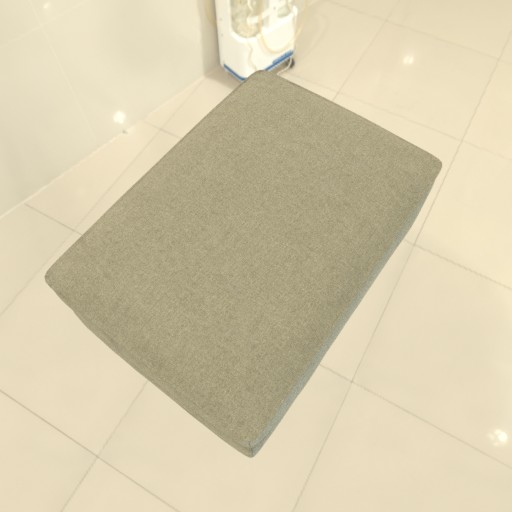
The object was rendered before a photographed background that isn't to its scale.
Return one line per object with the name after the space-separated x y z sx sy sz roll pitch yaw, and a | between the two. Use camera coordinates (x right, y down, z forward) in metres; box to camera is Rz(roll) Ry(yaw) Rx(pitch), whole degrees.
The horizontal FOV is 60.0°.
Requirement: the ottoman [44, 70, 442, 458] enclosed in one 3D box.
0.000 0.000 1.223 0.611 0.508 0.848 33 68 15 | ottoman
